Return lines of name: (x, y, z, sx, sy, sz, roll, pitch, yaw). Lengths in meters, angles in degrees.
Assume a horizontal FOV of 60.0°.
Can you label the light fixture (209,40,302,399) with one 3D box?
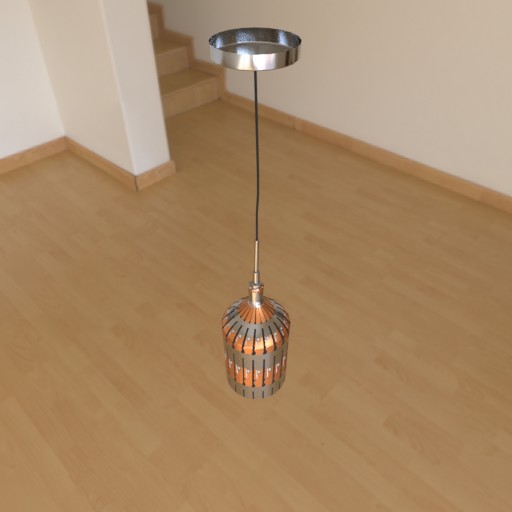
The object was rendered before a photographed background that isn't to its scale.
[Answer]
light fixture: (0.000, 0.000, 1.691, 0.303, 1.535, 0.303, 0, 41, 0)
